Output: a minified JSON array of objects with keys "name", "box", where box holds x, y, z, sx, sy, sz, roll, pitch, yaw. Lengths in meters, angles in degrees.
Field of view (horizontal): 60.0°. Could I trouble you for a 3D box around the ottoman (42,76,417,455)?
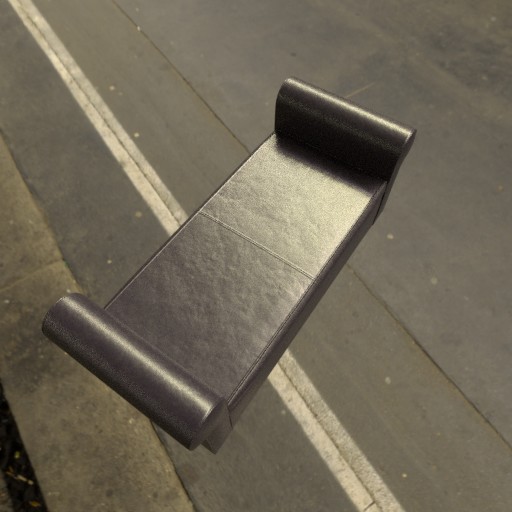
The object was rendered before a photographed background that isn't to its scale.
[{"name":"ottoman","box":[0.000,0.000,1.546,0.521,0.547,1.256,31,63,18]}]
